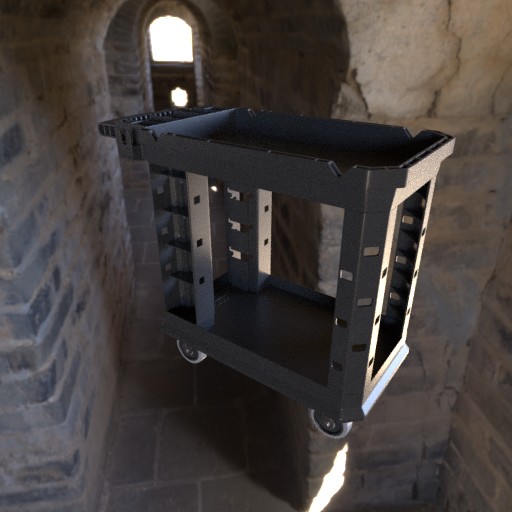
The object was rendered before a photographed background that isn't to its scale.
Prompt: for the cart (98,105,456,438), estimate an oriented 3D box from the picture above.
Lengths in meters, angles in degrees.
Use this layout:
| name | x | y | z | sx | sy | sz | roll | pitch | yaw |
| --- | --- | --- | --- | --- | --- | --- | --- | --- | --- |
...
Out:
| name | x | y | z | sx | sy | sz | roll | pitch | yaw |
| --- | --- | --- | --- | --- | --- | --- | --- | --- | --- |
| cart | 0.000 | 0.000 | 1.538 | 1.061 | 0.884 | 0.497 | 18 | 32 | 32 |
